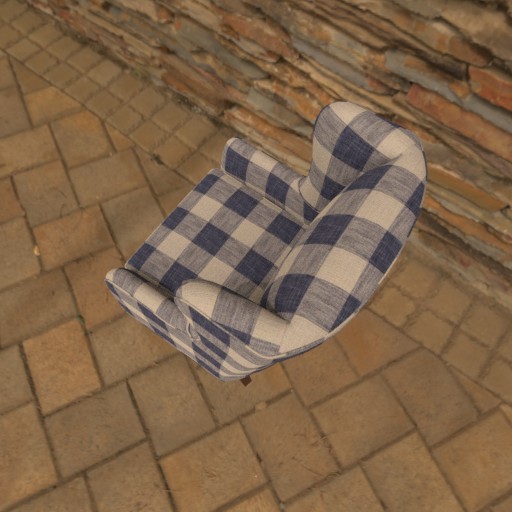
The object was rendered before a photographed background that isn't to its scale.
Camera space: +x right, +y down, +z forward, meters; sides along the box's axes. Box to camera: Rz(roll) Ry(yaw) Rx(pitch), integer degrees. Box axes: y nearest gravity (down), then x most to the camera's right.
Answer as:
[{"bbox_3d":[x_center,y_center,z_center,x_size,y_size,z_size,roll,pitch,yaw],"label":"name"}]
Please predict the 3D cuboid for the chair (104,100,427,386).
[{"bbox_3d":[0.000,0.000,1.702,0.889,1.041,0.830,31,68,15],"label":"chair"}]
